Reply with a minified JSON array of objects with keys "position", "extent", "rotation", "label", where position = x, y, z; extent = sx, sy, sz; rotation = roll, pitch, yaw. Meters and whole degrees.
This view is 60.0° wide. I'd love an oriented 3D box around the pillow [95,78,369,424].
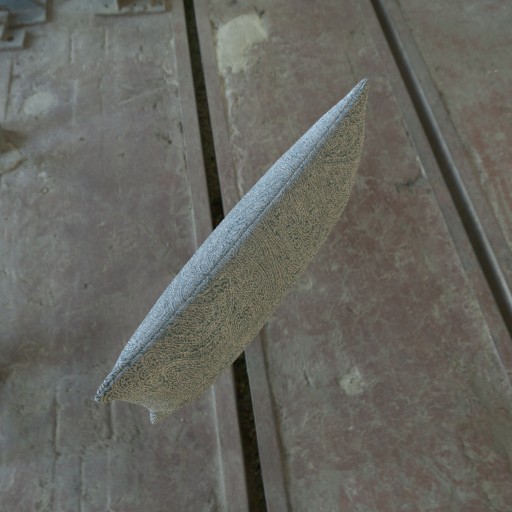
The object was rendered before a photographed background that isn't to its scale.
[{"position":[0.000,0.000,0.733],"extent":[0.151,0.295,0.615],"rotation":[33,68,15],"label":"pillow"}]
